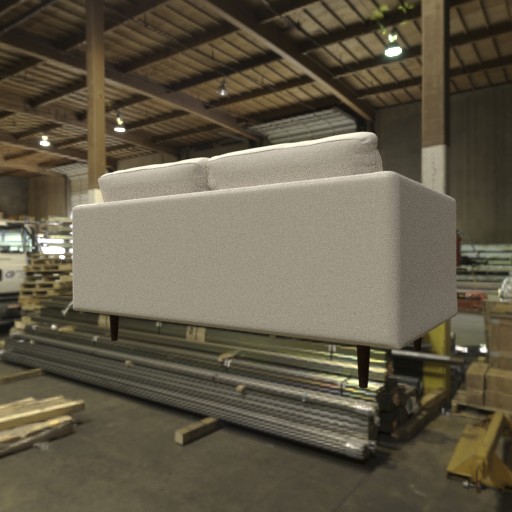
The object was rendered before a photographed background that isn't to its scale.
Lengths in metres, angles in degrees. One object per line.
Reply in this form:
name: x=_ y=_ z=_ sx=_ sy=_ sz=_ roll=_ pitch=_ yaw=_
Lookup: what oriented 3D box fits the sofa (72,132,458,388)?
sofa: x=0.000 y=0.000 z=2.201 sx=1.713 sy=0.893 sz=0.940 roll=1 pitch=1 yaw=35
